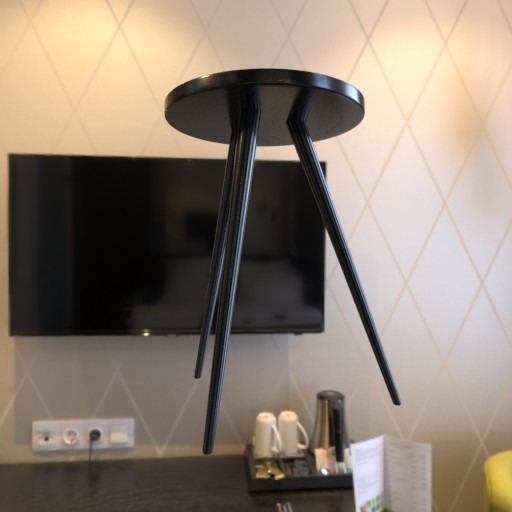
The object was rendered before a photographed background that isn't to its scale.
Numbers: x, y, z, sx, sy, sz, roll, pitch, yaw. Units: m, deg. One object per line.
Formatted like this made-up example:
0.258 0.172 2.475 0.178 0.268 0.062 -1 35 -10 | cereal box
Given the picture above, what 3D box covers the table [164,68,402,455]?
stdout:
0.000 0.000 0.849 0.403 0.548 0.415 0 0 -36 | table
